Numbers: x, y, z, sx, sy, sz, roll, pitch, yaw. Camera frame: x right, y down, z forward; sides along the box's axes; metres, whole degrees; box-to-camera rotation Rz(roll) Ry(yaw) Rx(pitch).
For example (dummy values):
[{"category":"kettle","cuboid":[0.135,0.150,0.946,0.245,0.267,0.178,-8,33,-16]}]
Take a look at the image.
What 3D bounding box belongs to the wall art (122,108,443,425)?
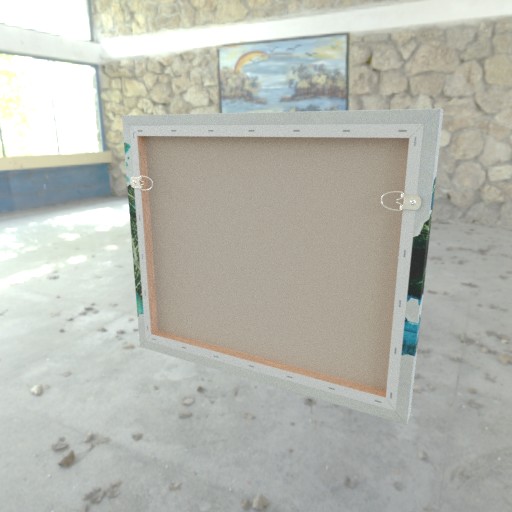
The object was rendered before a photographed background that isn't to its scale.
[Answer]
[{"category":"wall art","cuboid":[0.000,0.000,0.991,0.711,0.610,0.043,8,18,27]}]
